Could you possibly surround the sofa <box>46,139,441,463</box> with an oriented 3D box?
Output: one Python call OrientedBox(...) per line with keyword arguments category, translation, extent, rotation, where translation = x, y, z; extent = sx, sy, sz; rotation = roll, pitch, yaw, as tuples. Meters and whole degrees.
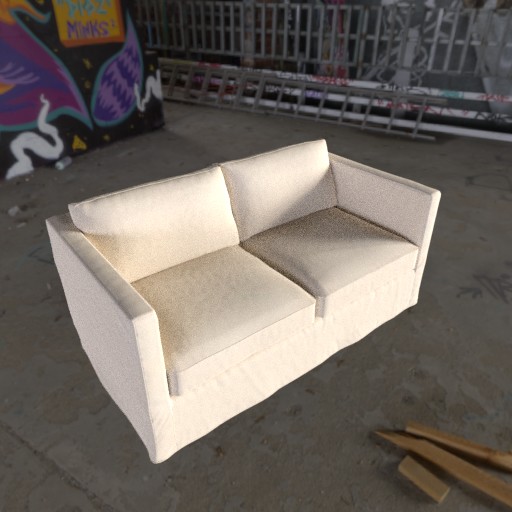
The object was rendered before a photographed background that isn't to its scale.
OrientedBox(category="sofa", translation=(0.000, 0.000, 2.295), extent=(1.746, 0.834, 0.962), rotation=(-22, 37, -32))
